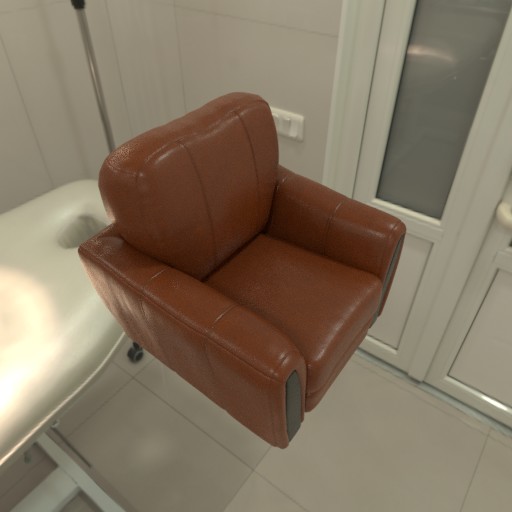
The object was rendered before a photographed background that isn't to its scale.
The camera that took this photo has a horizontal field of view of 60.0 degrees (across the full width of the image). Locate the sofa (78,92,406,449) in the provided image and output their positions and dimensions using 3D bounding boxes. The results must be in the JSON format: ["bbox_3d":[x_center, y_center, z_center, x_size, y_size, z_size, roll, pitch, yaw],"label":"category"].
[{"bbox_3d":[0.000,0.000,1.511,0.789,0.876,0.836,26,47,27],"label":"sofa"}]
